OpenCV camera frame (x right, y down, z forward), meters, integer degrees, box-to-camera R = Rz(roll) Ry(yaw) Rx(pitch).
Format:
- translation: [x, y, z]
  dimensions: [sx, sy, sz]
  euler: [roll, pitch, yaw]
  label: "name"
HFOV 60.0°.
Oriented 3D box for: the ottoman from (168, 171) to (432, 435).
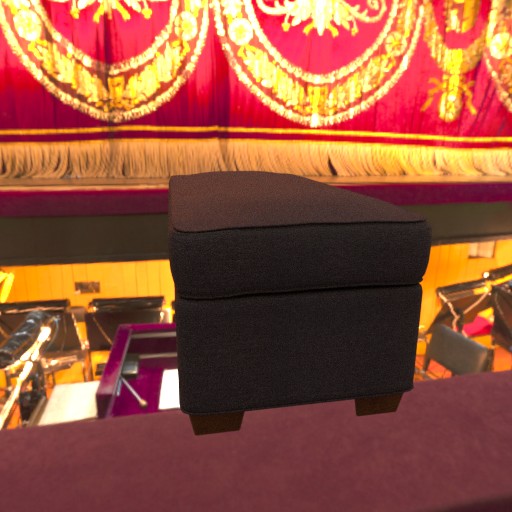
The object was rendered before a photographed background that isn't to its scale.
- translation: [0.000, 0.000, 1.363]
  dimensions: [0.515, 0.460, 1.110]
  euler: [-3, 15, -10]
  label: "ottoman"
